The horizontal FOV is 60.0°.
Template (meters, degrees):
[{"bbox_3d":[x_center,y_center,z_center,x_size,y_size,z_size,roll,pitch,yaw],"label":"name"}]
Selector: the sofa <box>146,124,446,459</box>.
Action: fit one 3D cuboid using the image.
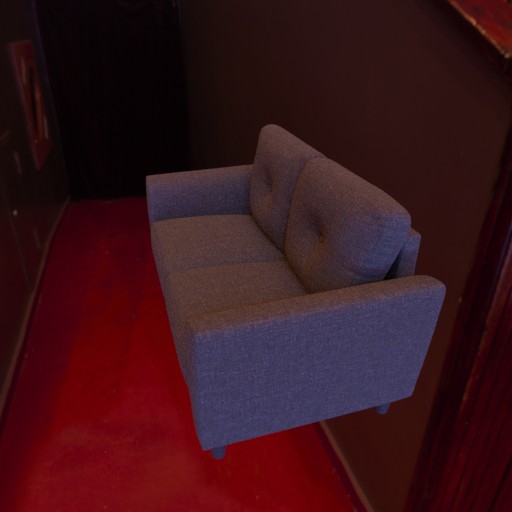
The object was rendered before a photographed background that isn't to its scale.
[{"bbox_3d":[0.000,0.000,1.990,0.851,0.885,1.423,-9,30,-15],"label":"sofa"}]
